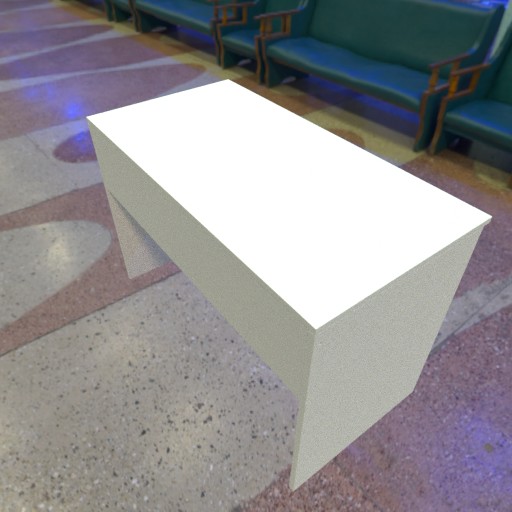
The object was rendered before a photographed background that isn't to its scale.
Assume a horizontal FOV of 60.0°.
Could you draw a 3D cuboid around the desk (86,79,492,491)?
[{"bbox_3d":[0.000,0.000,1.484,0.560,0.730,1.100,-26,48,-27],"label":"desk"}]
